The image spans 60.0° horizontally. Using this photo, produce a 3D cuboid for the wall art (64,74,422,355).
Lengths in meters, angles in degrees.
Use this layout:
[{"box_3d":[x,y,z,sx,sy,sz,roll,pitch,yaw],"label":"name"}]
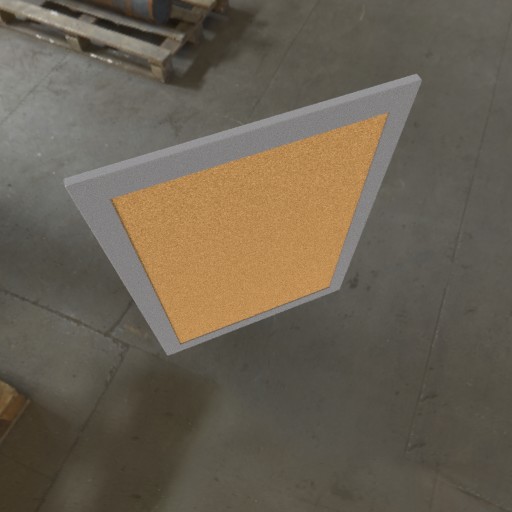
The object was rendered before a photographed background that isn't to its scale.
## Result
[{"box_3d":[0.000,0.000,0.666,0.374,0.529,0.012,-20,63,-11],"label":"wall art"}]
